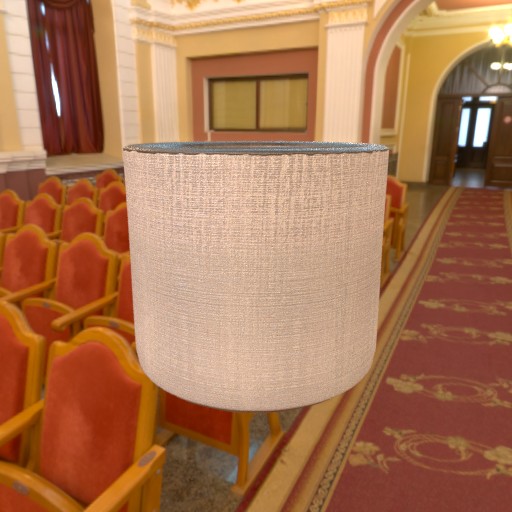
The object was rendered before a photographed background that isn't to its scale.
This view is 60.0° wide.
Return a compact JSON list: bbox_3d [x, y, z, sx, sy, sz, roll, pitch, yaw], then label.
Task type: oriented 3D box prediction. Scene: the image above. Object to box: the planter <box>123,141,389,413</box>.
[{"bbox_3d":[0.000,0.000,0.228,0.125,0.112,0.125,0,16,0],"label":"planter"}]
